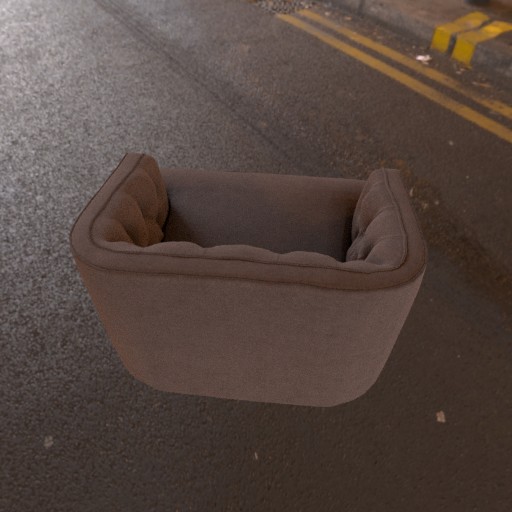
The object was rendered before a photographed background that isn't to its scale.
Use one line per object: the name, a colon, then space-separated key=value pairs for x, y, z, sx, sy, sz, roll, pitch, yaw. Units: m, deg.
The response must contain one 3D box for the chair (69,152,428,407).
chair: x=0.000 y=0.000 z=1.746 sx=1.104 sy=0.852 sz=0.941 roll=4 pitch=49 yaw=4
